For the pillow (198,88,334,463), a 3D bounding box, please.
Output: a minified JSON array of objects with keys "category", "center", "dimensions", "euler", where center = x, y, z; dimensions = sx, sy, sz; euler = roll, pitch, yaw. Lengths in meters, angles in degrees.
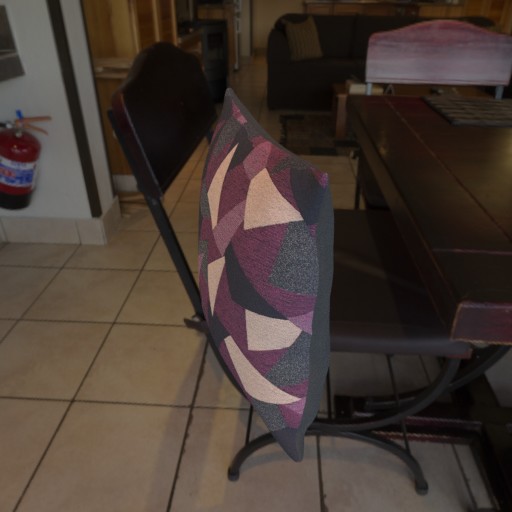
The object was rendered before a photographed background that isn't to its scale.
[{"category":"pillow","center":[0.000,0.000,0.794],"dimensions":[0.208,0.496,0.503],"euler":[-8,31,-13]}]
